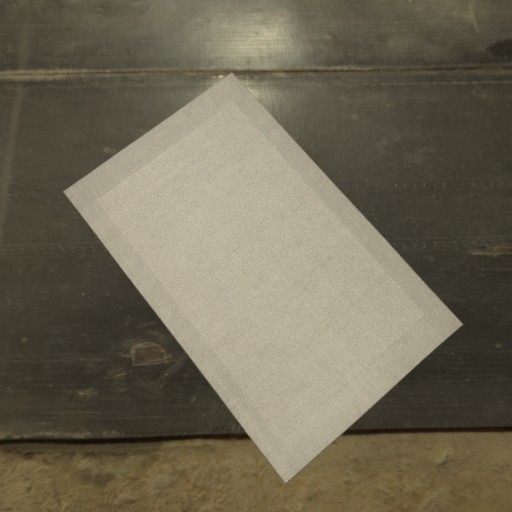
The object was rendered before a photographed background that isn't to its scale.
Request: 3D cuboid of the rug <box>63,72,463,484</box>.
[{"bbox_3d":[0.000,0.000,3.016,1.524,0.014,2.438,-38,80,-8],"label":"rug"}]
